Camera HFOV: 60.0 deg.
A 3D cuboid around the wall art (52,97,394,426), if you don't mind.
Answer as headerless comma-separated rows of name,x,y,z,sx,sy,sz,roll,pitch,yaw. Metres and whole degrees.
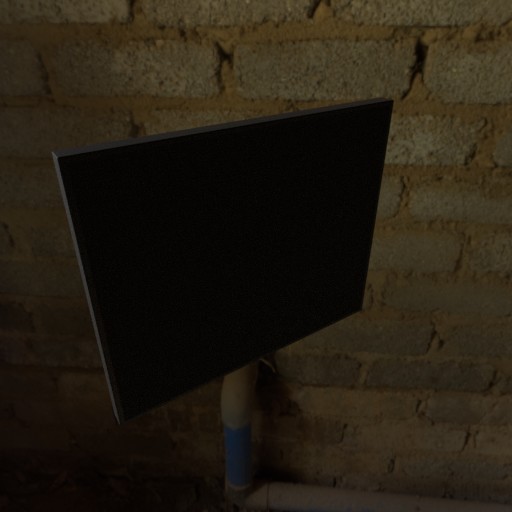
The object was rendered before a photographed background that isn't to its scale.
wall art,0.000,0.000,0.761,0.559,0.458,0.029,-19,36,-29
